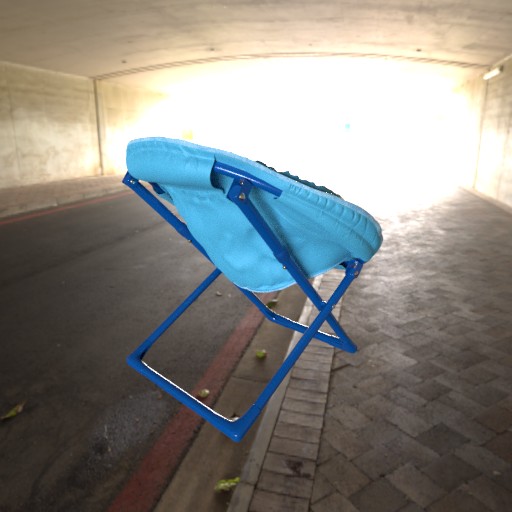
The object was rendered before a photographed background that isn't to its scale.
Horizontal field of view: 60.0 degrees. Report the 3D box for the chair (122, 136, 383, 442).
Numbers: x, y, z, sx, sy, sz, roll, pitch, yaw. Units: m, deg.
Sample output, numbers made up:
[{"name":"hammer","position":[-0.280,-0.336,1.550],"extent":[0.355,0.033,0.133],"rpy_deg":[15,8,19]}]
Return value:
[{"name":"chair","position":[0.000,0.000,0.916],"extent":[0.465,0.478,0.520],"rpy_deg":[-14,20,-42]}]
